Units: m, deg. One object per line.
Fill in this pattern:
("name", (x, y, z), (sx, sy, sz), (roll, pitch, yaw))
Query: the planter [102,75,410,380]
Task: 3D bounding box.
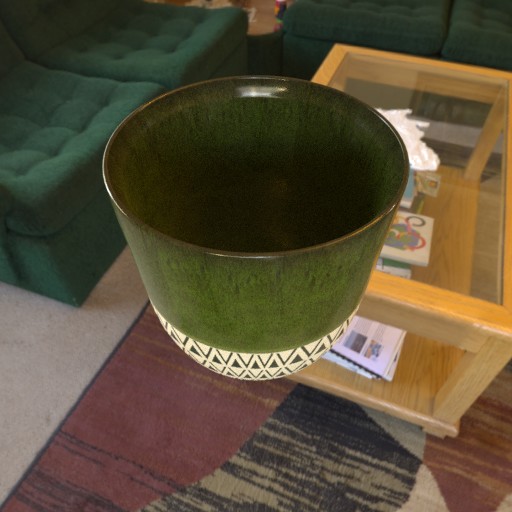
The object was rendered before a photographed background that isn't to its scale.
("planter", (0.000, 0.000, 0.462), (0.245, 0.270, 0.245), (0, 48, 0))
